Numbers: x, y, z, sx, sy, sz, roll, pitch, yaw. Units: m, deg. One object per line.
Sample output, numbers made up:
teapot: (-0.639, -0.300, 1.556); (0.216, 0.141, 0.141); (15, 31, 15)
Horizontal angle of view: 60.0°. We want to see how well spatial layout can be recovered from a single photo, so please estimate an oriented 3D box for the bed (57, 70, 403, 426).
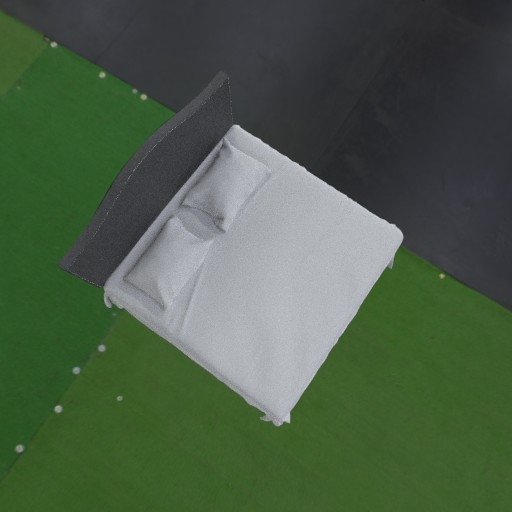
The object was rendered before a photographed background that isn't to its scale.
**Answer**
bed: (0.000, 0.000, 3.827); (2.219, 1.651, 2.314); (35, 79, 8)
